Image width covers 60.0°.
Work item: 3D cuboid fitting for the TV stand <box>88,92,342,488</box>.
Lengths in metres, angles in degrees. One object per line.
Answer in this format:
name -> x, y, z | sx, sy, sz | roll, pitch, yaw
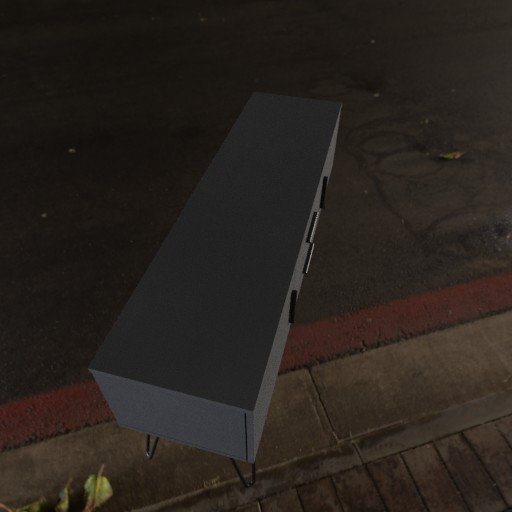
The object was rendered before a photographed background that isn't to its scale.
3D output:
TV stand -> 0.000, 0.000, 1.629 | 0.400, 0.560, 1.400 | 11, 47, 11
